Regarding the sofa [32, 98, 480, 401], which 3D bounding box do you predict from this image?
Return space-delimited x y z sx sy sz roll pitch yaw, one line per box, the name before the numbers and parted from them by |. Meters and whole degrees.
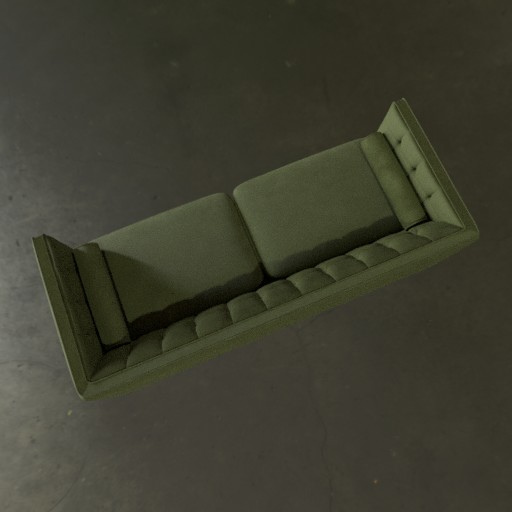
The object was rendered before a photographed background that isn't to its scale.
sofa | 0.000 0.000 2.536 2.087 0.789 0.867 -22 77 -5
